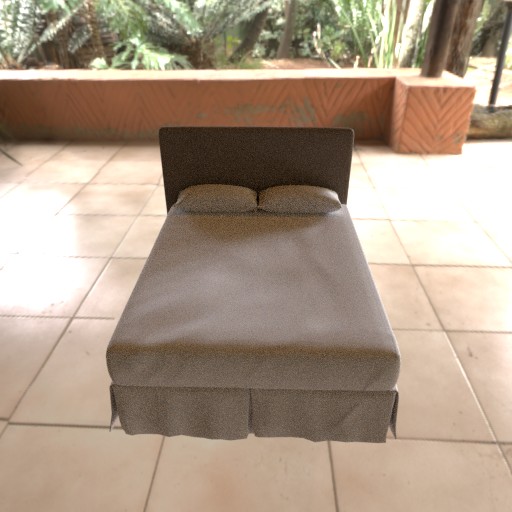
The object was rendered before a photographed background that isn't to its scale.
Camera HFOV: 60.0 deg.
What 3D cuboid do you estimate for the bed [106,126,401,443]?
[{"bbox_3d":[0.000,0.000,3.196,1.723,1.330,2.142,1,31,1],"label":"bed"}]
